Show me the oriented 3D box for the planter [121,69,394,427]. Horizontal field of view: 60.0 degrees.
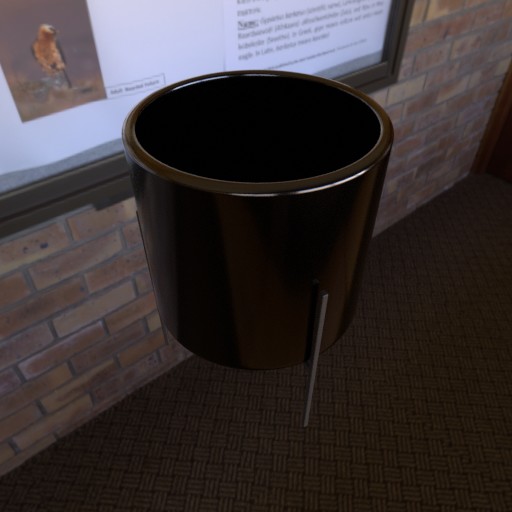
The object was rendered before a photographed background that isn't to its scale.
[{"bbox_3d":[0.000,0.000,0.644,0.310,0.432,0.310,12,44,13],"label":"planter"}]
